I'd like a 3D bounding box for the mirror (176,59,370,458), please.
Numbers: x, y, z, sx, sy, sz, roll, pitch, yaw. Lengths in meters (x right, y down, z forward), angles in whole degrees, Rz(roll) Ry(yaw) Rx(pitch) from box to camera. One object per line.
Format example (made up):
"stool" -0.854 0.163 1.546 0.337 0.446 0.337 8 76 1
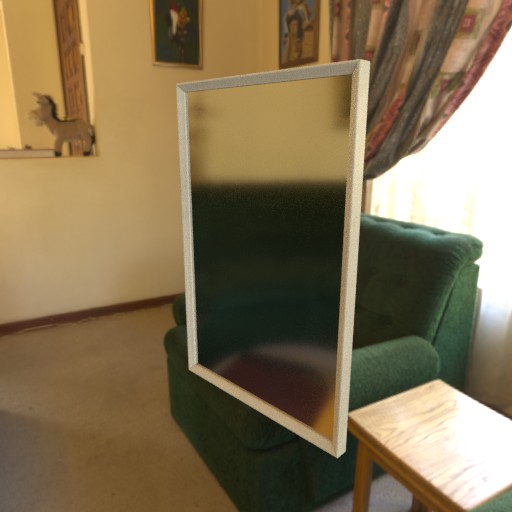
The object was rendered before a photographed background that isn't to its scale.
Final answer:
"mirror" 0.000 0.000 1.198 0.609 0.915 0.041 15 21 43
